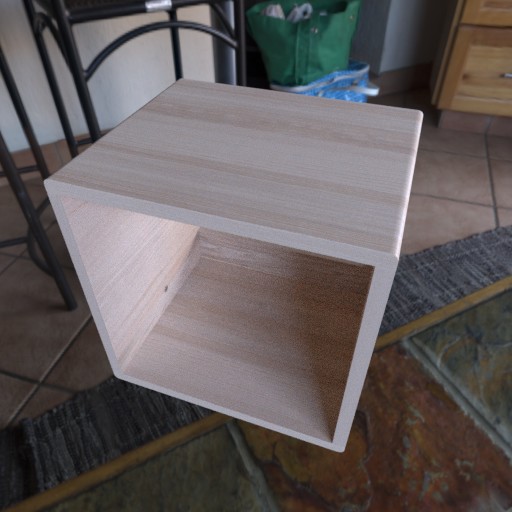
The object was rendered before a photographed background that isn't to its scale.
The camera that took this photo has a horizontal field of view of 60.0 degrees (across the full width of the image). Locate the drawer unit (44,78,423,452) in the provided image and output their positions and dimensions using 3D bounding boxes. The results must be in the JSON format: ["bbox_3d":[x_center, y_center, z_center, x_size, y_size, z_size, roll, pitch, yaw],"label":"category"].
[{"bbox_3d":[0.000,0.000,0.609,0.344,0.344,0.290,13,43,15],"label":"drawer unit"}]
